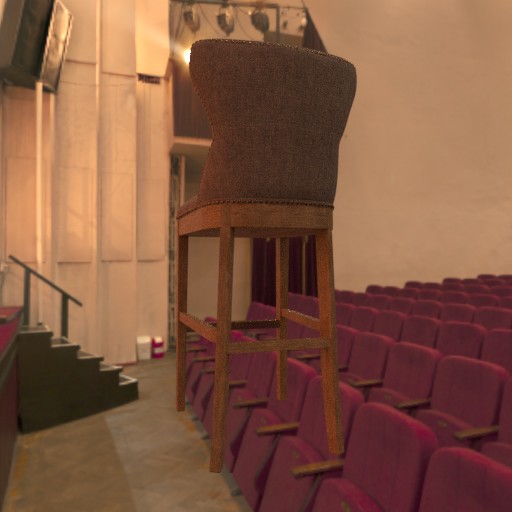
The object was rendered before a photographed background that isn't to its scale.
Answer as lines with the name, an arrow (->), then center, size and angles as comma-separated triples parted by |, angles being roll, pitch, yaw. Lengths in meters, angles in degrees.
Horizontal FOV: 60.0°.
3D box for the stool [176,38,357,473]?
stool -> 0.000, 0.000, 1.414 | 0.494, 1.123, 0.606 | 0, -1, -18
